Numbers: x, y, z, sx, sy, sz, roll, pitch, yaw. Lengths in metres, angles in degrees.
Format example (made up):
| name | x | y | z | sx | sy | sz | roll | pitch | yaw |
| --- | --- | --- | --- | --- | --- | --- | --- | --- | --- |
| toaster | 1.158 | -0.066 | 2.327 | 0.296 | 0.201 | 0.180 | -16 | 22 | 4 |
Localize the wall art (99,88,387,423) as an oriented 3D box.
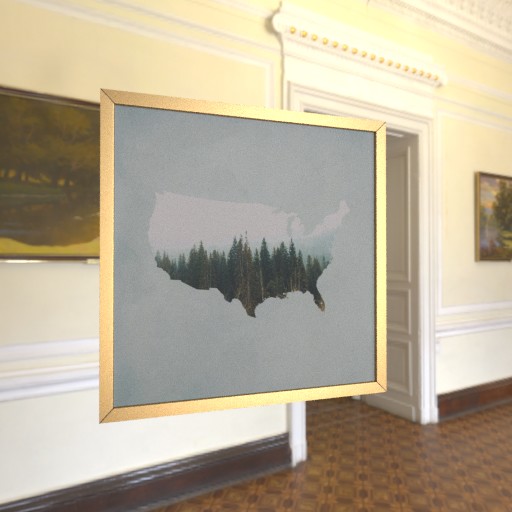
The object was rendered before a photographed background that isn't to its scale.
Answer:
| name | x | y | z | sx | sy | sz | roll | pitch | yaw |
| --- | --- | --- | --- | --- | --- | --- | --- | --- | --- |
| wall art | 0.000 | 0.000 | 1.147 | 0.762 | 0.762 | 0.038 | 0 | -1 | -19 |
